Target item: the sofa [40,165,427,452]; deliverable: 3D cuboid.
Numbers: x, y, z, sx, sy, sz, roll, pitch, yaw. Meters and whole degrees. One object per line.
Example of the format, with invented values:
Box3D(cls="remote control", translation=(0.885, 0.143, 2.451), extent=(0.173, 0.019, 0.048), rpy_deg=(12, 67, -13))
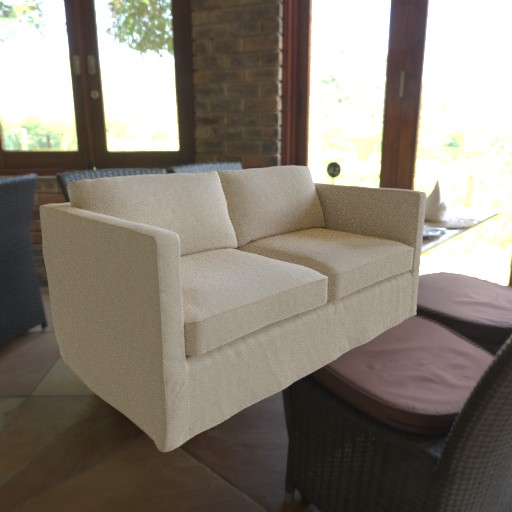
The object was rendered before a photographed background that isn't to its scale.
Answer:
Box3D(cls="sofa", translation=(0.000, 0.000, 2.233), extent=(1.746, 0.834, 0.962), rpy_deg=(-14, 20, -42))
